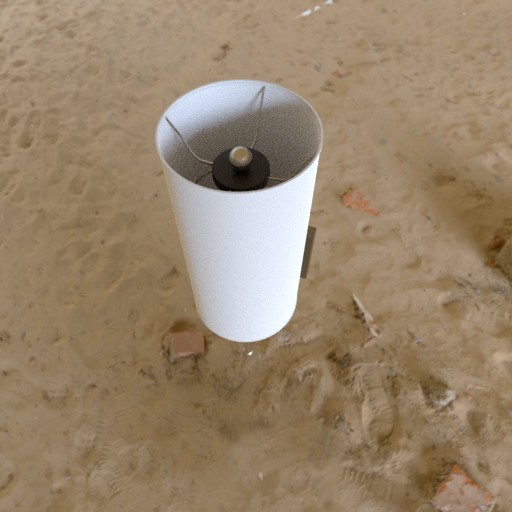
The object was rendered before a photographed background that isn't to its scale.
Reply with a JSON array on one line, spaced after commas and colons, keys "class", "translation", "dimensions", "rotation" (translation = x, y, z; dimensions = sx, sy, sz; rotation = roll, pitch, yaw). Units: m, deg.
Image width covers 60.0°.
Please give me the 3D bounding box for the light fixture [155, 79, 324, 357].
[{"class": "light fixture", "translation": [0.000, 0.000, 0.552], "dimensions": [0.128, 0.462, 0.208], "rotation": [15, 58, 10]}]
